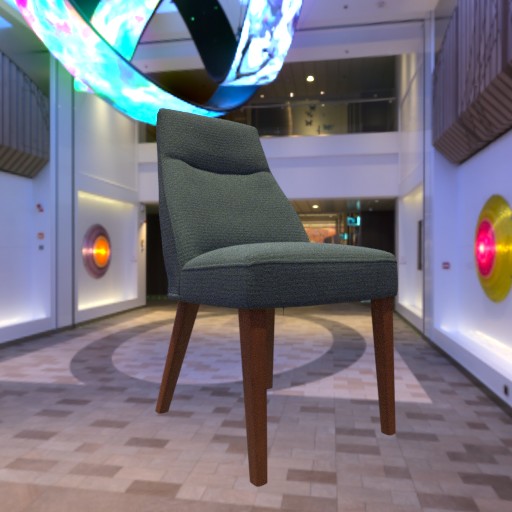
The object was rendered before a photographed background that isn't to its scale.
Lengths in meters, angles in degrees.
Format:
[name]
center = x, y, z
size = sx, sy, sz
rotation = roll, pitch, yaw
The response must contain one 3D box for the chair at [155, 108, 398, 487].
[chair]
center = 0.000, 0.000, 1.269
size = 0.500, 0.930, 0.620
rotation = 0, 0, -36
